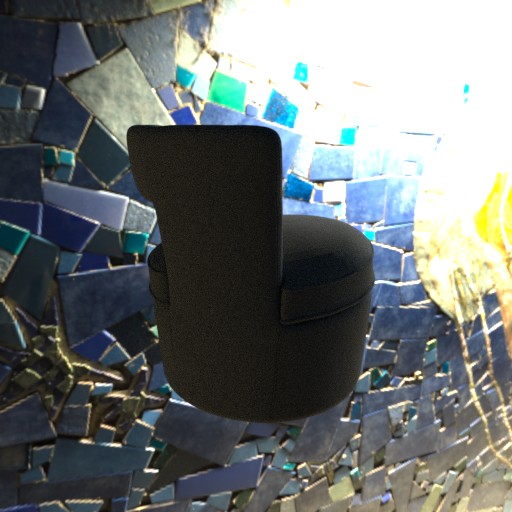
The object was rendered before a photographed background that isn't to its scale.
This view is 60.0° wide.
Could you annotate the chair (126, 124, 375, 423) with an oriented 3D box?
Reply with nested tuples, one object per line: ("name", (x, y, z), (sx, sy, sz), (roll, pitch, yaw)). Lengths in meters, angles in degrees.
("chair", (0.000, 0.000, 1.265), (0.660, 0.719, 0.689), (-3, 17, -9))
